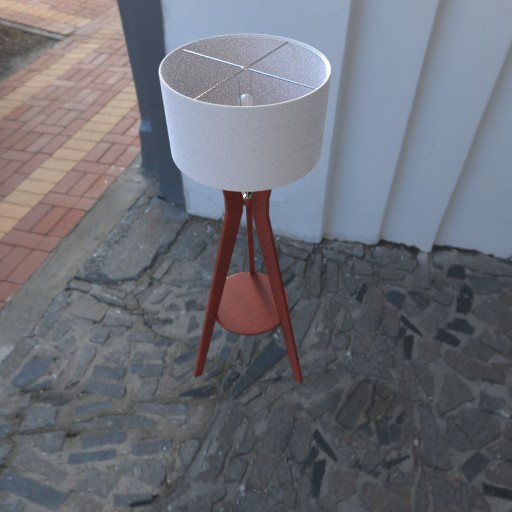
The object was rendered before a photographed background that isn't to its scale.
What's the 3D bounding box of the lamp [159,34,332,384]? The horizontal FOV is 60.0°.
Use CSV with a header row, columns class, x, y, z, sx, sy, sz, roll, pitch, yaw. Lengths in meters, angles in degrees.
class,x,y,z,sx,sy,sz,roll,pitch,yaw
lamp,0.000,0.000,1.737,0.542,1.472,0.539,26,51,23
